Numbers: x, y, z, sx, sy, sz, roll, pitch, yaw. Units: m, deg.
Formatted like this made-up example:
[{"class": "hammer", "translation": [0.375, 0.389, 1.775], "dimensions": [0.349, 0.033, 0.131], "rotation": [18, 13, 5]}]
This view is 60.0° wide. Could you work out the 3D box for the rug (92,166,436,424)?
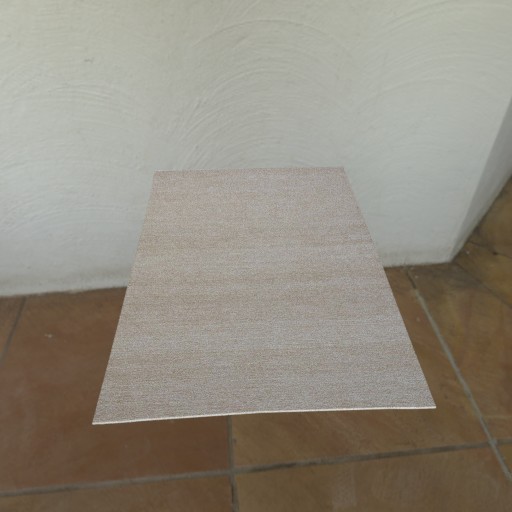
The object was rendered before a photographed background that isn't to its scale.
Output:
[{"class": "rug", "translation": [0.000, 0.000, 3.677], "dimensions": [2.032, 0.038, 2.869], "rotation": [-2, 41, -2]}]
